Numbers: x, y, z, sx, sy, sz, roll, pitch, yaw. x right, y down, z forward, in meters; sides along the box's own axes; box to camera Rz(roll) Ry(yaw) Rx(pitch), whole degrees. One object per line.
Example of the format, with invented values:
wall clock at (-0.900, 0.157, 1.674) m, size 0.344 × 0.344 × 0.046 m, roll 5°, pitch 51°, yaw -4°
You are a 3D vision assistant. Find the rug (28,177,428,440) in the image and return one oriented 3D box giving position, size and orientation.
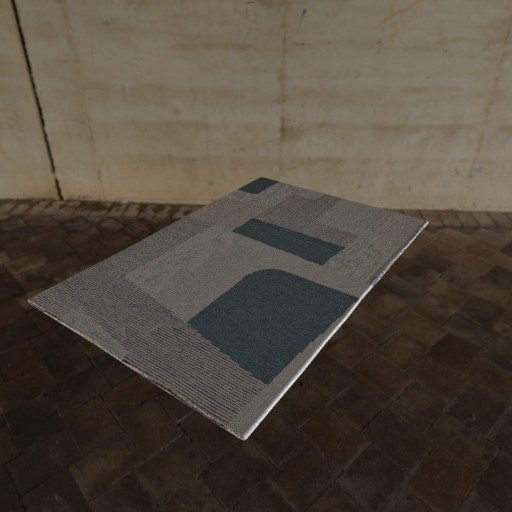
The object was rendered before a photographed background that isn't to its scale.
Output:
rug at (0.000, 0.000, 2.342) m, size 1.238 × 0.020 × 1.847 m, roll 21°, pitch 37°, yaw 30°
